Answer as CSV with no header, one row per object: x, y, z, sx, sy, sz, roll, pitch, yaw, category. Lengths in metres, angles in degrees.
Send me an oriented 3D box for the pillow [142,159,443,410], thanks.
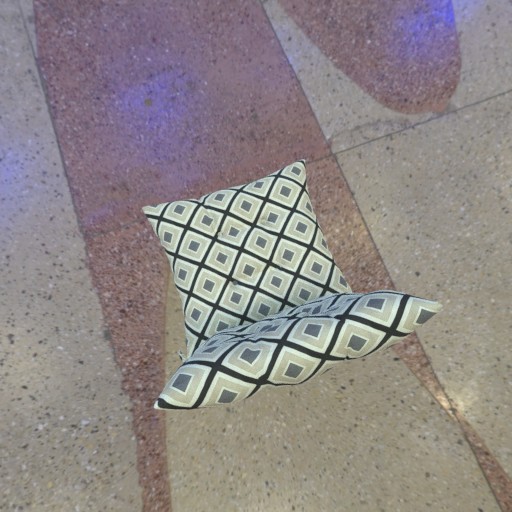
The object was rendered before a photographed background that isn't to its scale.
0.000,0.000,1.033,0.541,0.536,0.585,-18,77,-4,pillow
